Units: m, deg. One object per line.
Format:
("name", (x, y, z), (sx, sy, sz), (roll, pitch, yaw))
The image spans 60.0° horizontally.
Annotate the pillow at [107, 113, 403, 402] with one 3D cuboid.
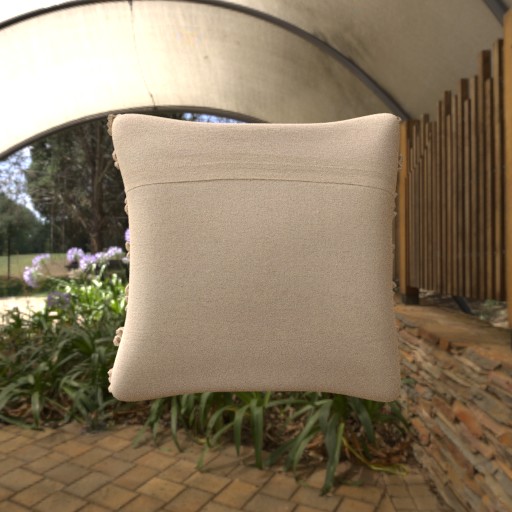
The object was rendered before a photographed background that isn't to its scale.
("pillow", (0.000, 0.000, 0.659), (0.437, 0.427, 0.145), (0, -1, -1))
